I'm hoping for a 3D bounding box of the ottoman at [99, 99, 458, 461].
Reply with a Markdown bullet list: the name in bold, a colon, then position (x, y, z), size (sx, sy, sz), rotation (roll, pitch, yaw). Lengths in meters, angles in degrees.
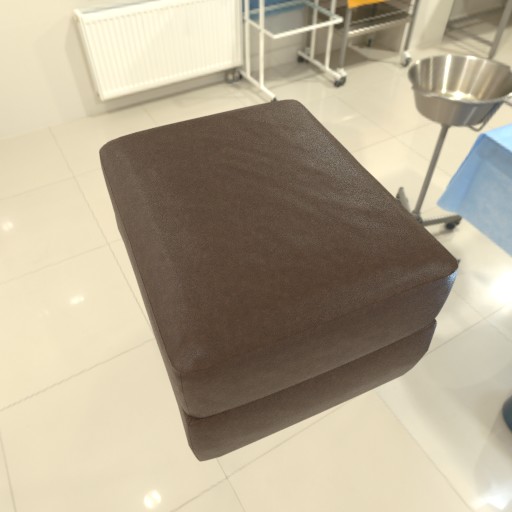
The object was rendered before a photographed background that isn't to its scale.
- **ottoman**: position (0.000, 0.000, 1.131), size (0.603, 0.476, 0.751), rotation (-18, 50, -16)
